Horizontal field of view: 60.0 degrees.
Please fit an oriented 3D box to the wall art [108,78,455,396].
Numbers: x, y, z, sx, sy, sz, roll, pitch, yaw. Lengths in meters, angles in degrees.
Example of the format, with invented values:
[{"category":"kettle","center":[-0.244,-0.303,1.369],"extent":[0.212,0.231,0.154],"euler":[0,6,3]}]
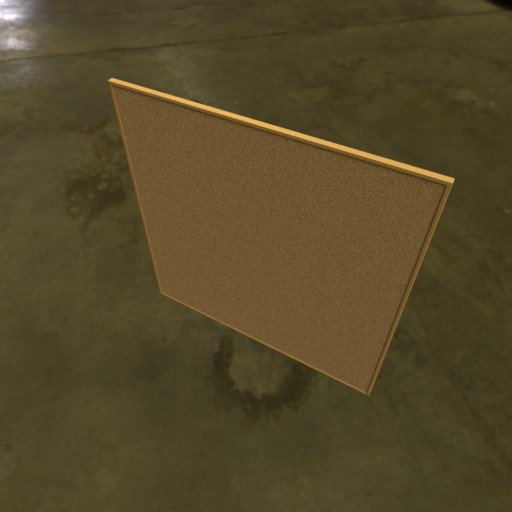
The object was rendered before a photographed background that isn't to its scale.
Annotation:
[{"category":"wall art","center":[0.000,0.000,0.988],"extent":[0.657,0.655,0.014],"euler":[23,50,20]}]
